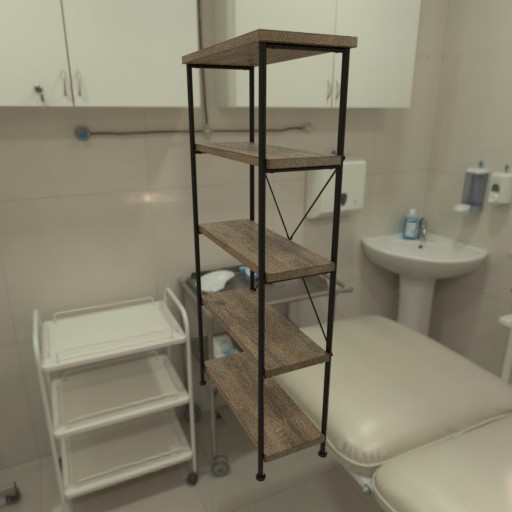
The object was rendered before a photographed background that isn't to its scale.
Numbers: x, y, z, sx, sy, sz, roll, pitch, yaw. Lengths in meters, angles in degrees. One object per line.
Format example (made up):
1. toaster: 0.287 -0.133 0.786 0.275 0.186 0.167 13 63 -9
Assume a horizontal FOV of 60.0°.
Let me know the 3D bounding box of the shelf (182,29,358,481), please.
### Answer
1. shelf: 0.000 0.000 1.989 0.360 1.700 0.800 -8 20 -24
